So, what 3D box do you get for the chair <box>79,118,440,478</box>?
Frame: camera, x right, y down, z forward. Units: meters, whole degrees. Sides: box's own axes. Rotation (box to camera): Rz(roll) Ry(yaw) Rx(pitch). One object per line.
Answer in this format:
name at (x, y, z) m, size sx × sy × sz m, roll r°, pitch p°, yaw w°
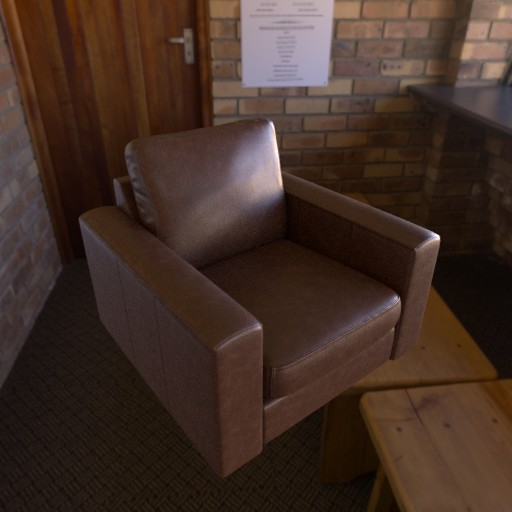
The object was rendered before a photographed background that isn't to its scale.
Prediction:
chair at (0.000, 0.000, 1.727) m, size 1.005 × 0.873 × 1.016 m, roll -21°, pitch 36°, yaw -32°
